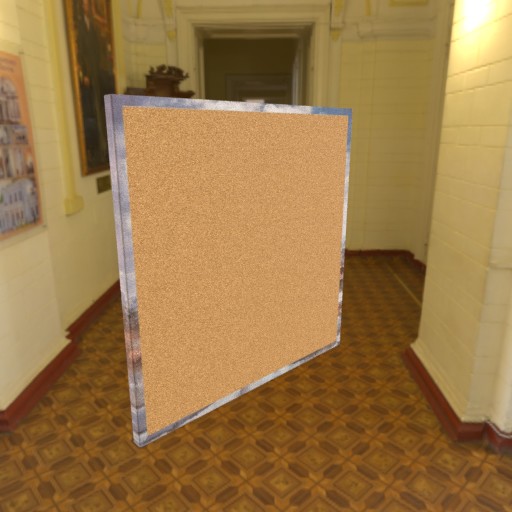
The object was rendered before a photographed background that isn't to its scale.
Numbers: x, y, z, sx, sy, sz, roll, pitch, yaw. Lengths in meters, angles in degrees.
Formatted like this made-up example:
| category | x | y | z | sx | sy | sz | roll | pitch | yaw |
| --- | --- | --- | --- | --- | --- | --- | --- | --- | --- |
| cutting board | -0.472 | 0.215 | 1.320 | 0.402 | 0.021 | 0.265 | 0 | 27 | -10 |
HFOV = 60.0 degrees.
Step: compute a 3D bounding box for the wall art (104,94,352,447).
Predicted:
| category | x | y | z | sx | sy | sz | roll | pitch | yaw |
| --- | --- | --- | --- | --- | --- | --- | --- | --- | --- |
| wall art | 0.000 | 0.000 | 1.564 | 1.010 | 1.020 | 0.040 | -14 | 21 | -41 |
